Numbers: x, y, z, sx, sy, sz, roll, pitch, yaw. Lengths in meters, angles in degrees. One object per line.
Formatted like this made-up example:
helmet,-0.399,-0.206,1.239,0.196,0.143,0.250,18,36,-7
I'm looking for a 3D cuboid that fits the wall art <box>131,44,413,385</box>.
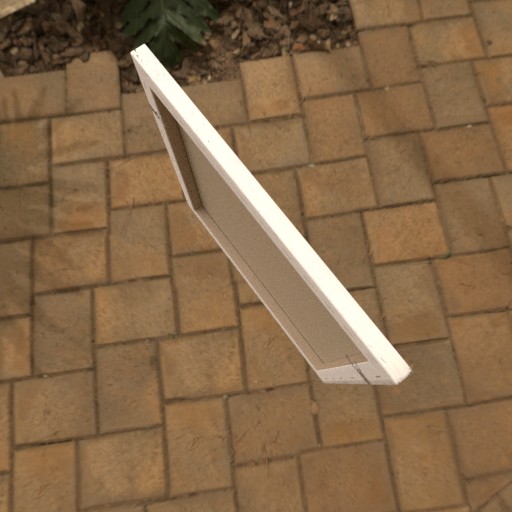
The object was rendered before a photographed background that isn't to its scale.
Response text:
wall art,0.000,0.000,1.126,0.038,0.762,0.762,-36,77,-9
